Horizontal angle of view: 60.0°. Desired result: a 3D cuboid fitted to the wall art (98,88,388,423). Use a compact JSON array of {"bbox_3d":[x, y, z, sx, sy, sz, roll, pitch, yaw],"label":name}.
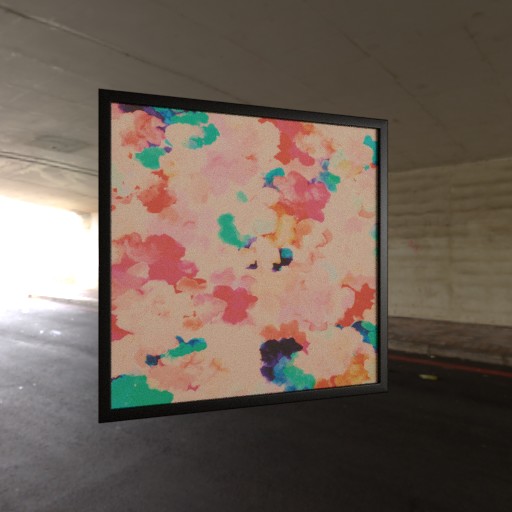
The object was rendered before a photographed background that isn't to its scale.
[{"bbox_3d":[0.000,0.000,1.129,0.756,0.755,0.036,0,0,-18],"label":"wall art"}]
